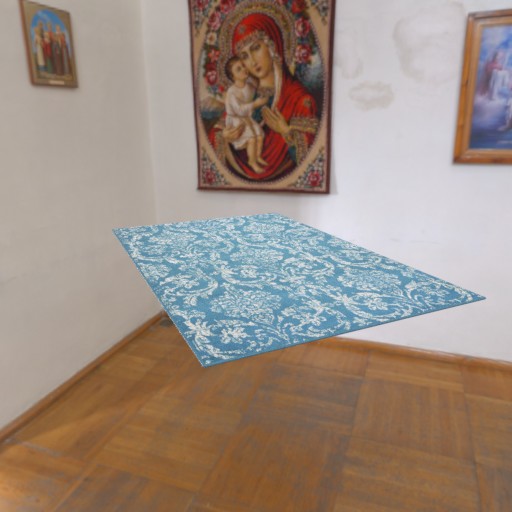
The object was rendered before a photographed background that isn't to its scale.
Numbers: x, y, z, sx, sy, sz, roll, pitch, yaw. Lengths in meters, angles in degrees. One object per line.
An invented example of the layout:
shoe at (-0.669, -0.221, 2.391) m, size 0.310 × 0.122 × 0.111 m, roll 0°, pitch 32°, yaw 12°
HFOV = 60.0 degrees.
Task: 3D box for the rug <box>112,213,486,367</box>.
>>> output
rug at (0.000, 0.000, 3.520) m, size 1.816 × 0.018 × 2.746 m, roll -8°, pitch 19°, yaw -24°
